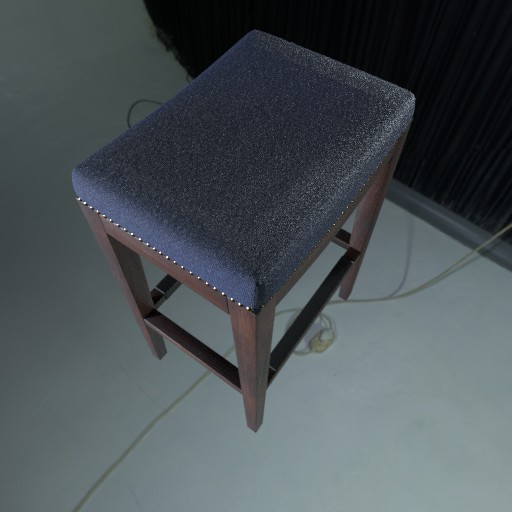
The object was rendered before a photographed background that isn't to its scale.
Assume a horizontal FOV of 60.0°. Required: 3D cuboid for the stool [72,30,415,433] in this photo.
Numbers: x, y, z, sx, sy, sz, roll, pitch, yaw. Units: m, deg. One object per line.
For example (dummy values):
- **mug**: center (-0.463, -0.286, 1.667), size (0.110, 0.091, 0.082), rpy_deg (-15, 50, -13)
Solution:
- **stool**: center (0.000, 0.000, 0.999), size (0.358, 0.740, 0.498), rpy_deg (31, 62, 19)
